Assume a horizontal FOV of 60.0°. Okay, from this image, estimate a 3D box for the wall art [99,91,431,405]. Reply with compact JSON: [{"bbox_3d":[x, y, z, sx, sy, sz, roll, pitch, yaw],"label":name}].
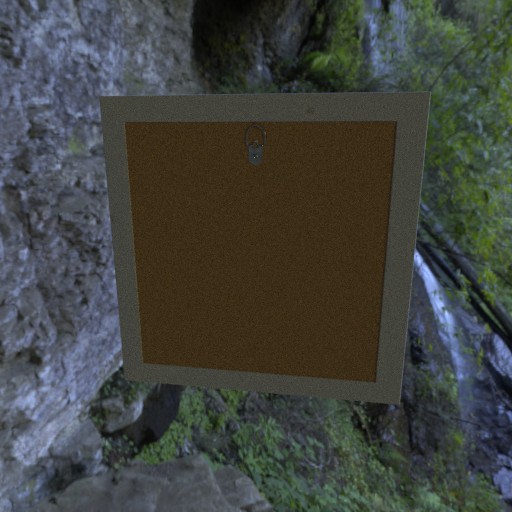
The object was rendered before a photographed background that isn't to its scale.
[{"bbox_3d":[0.000,0.000,0.840,0.572,0.577,0.015,2,16,9],"label":"wall art"}]
